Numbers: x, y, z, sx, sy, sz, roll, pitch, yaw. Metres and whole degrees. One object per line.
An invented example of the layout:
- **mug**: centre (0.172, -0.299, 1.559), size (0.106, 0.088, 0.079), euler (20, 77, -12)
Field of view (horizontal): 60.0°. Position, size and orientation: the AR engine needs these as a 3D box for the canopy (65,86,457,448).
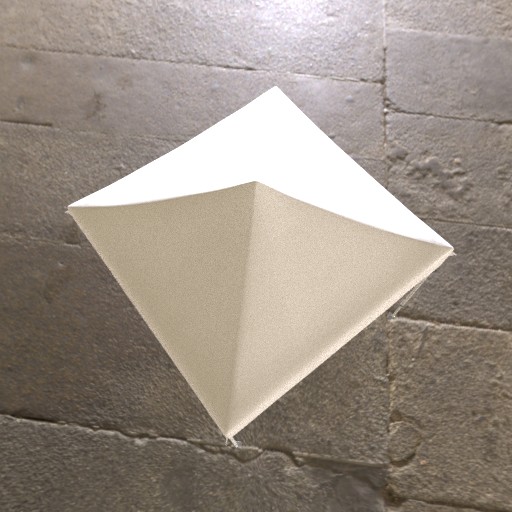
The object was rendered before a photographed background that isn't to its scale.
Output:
- **canopy**: centre (0.000, 0.000, 5.255), size (2.994, 2.998, 2.996), euler (-35, 69, -16)
